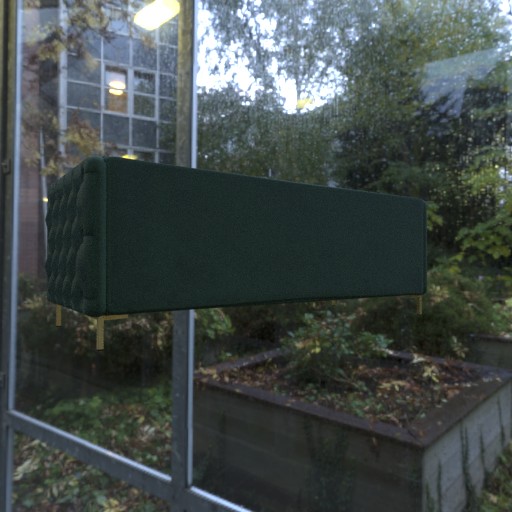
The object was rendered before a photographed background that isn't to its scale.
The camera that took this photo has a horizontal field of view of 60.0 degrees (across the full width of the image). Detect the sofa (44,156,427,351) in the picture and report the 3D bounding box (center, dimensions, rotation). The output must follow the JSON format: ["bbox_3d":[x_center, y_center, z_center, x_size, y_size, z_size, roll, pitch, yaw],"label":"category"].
[{"bbox_3d":[0.000,0.000,2.661,2.209,0.771,0.895,1,-1,-35],"label":"sofa"}]
